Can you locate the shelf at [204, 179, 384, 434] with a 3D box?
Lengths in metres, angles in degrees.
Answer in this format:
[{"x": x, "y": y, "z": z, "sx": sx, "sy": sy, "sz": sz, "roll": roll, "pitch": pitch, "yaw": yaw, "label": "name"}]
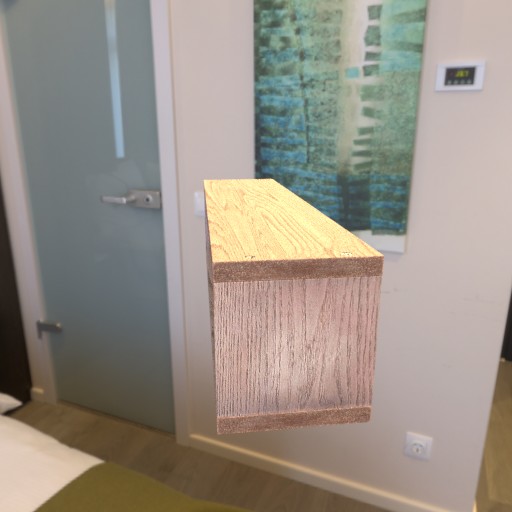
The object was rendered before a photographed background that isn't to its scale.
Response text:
[{"x": 0.000, "y": 0.000, "z": 0.693, "sx": 0.150, "sy": 0.170, "sz": 0.610, "roll": -2, "pitch": 16, "yaw": -7, "label": "shelf"}]
